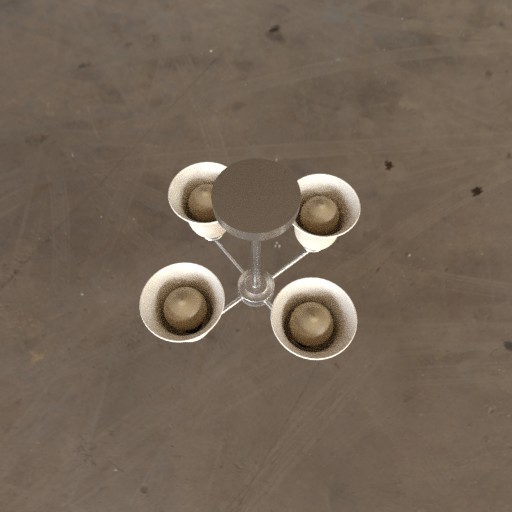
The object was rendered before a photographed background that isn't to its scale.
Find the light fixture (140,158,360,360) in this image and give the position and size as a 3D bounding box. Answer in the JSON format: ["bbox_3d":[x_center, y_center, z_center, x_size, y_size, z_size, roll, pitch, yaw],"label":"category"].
[{"bbox_3d":[0.000,0.000,0.758,0.427,0.370,0.427,-35,68,-16],"label":"light fixture"}]
